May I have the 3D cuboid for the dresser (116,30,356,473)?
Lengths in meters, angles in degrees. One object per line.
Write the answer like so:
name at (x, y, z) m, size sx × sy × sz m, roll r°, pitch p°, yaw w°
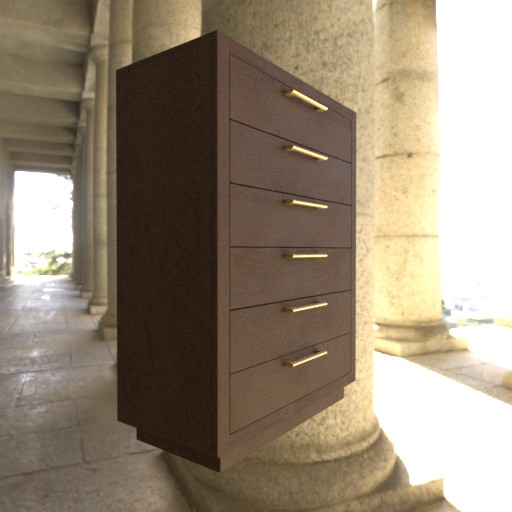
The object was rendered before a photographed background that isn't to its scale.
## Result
dresser at (0.000, 0.000, 1.805) m, size 0.516 × 1.320 × 0.964 m, roll 1°, pitch 1°, yaw 37°
